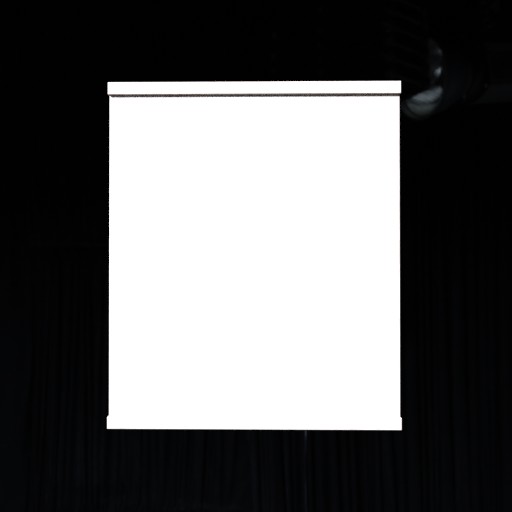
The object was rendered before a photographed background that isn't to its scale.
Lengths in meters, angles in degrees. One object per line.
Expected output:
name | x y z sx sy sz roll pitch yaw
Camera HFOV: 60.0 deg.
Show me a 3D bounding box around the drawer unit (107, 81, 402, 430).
drawer unit | 0.000 0.000 0.612 0.290 0.344 0.349 0 0 1
